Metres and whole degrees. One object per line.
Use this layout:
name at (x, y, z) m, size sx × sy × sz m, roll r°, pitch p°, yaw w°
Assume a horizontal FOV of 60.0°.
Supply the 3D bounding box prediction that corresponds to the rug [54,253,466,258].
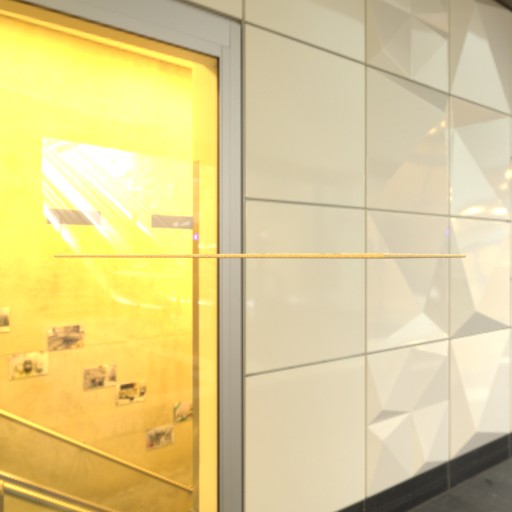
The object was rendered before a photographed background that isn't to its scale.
rug at (0.000, 0.000, 2.353) m, size 1.828 × 0.015 × 1.222 m, roll 0°, pitch 0°, yaw 36°
